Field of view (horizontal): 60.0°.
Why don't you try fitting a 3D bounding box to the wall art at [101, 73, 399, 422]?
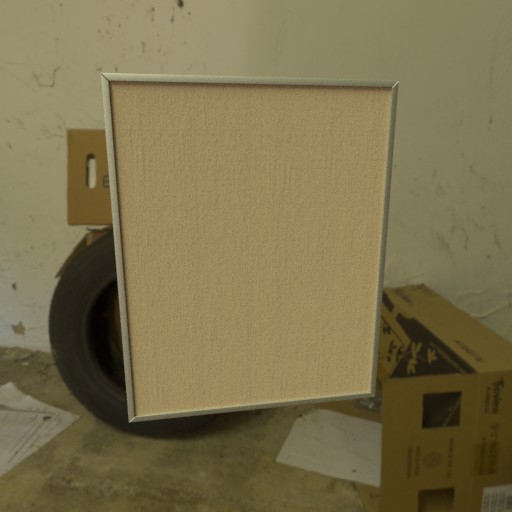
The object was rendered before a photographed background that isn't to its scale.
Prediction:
[{"bbox_3d":[0.000,0.000,0.739,0.445,0.553,0.039,-3,15,-10],"label":"wall art"}]
